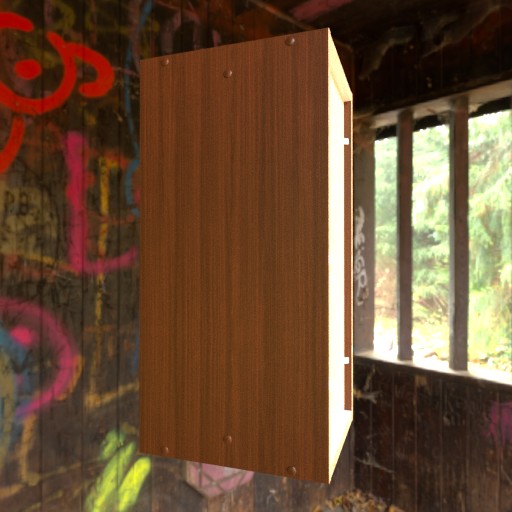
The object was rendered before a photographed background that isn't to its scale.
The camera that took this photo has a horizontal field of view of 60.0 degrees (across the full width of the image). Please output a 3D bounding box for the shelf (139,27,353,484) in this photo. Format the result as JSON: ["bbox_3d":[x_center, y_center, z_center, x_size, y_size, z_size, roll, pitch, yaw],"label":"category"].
[{"bbox_3d":[0.000,0.000,0.748,0.290,0.600,0.253,0,0,19],"label":"shelf"}]
